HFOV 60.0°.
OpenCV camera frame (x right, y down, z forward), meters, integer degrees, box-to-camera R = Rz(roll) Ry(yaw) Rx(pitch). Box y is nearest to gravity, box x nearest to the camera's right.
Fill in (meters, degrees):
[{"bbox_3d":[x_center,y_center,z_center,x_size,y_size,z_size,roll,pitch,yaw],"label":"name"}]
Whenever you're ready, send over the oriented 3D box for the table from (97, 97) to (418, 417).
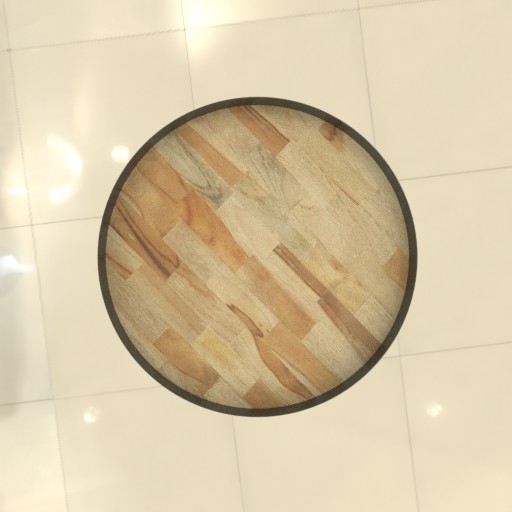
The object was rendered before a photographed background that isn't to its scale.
[{"bbox_3d":[0.000,0.000,0.841,0.406,0.559,0.406,0,90,0],"label":"table"}]
